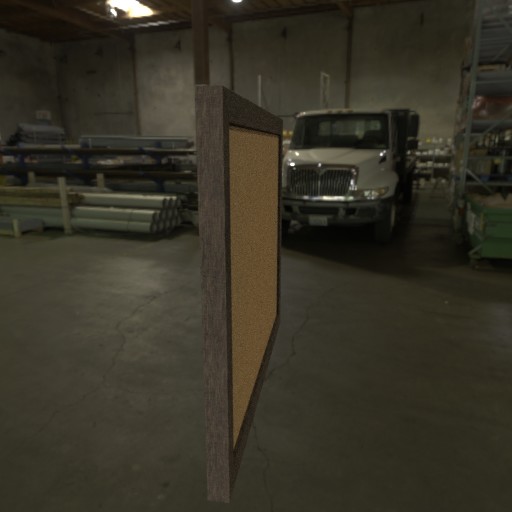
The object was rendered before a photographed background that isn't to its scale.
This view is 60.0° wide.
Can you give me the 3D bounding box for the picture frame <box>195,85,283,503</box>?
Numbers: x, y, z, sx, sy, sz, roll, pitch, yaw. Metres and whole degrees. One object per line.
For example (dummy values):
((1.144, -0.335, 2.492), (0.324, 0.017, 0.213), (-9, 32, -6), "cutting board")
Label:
((0.000, 0.000, 0.722), (0.026, 0.455, 0.546), (2, 14, 9), "picture frame")
